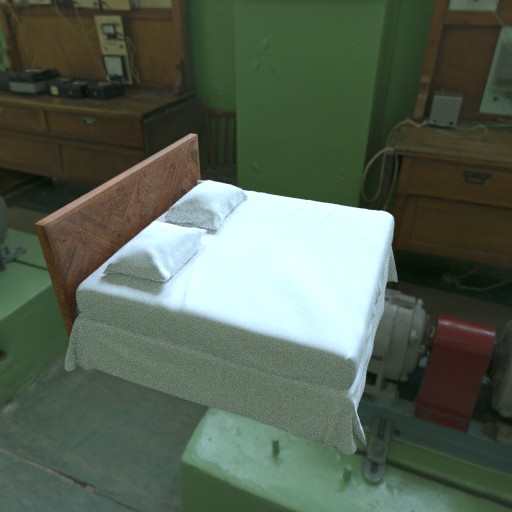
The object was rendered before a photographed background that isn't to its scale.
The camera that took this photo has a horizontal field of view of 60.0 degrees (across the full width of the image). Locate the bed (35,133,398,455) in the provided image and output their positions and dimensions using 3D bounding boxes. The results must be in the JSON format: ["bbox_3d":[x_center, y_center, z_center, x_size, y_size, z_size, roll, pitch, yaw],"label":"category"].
[{"bbox_3d":[0.000,0.000,3.486,2.165,1.158,2.255,11,34,18],"label":"bed"}]
